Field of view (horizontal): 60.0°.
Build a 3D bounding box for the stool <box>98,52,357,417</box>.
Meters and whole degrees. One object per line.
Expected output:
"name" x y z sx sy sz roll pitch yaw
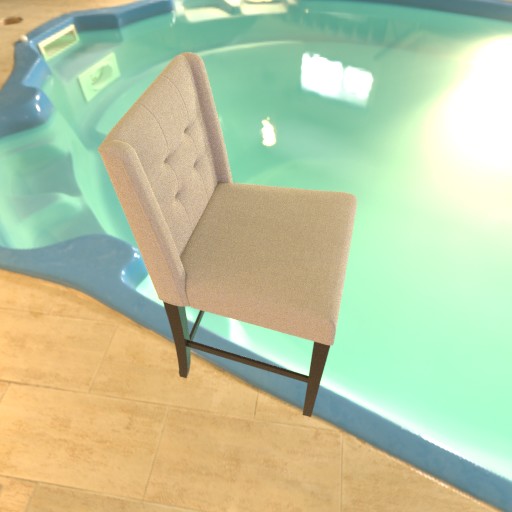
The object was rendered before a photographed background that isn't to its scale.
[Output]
"stool" 0.000 0.000 1.263 0.509 0.939 0.474 11 49 10
